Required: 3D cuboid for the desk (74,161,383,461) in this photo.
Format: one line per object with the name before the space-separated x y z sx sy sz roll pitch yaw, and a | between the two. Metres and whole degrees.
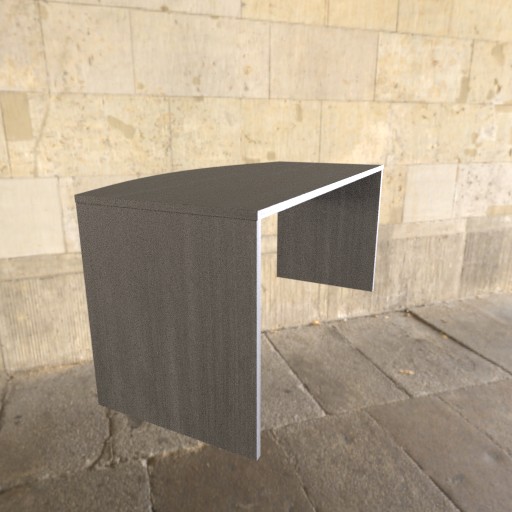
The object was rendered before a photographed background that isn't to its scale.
desk | 0.000 0.000 2.069 0.802 0.750 1.600 8 18 25
